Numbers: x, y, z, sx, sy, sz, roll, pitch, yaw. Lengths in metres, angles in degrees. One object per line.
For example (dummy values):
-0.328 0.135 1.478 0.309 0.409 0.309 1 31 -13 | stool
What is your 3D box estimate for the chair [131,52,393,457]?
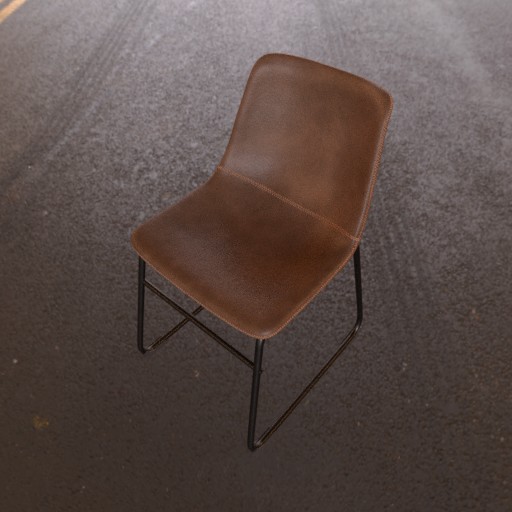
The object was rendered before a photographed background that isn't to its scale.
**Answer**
0.000 0.000 1.108 0.460 0.780 0.551 32 54 27 | chair
